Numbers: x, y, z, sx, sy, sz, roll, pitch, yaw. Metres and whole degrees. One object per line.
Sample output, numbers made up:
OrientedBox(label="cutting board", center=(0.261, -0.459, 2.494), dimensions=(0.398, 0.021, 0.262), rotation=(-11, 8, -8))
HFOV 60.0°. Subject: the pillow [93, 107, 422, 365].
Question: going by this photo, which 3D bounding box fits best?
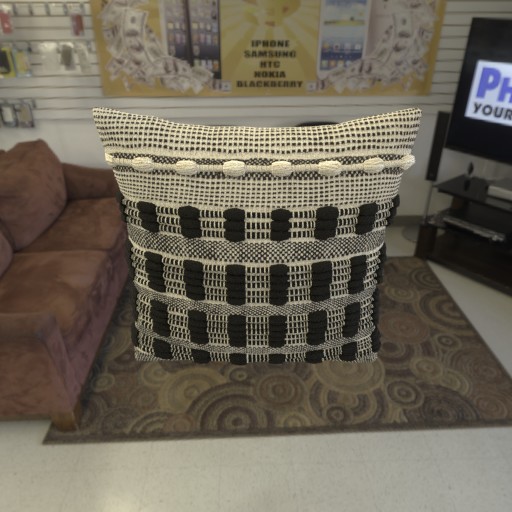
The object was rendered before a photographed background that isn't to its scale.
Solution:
OrientedBox(label="pillow", center=(0.000, 0.000, 0.681), dimensions=(0.436, 0.438, 0.156), rotation=(0, 30, 1))
